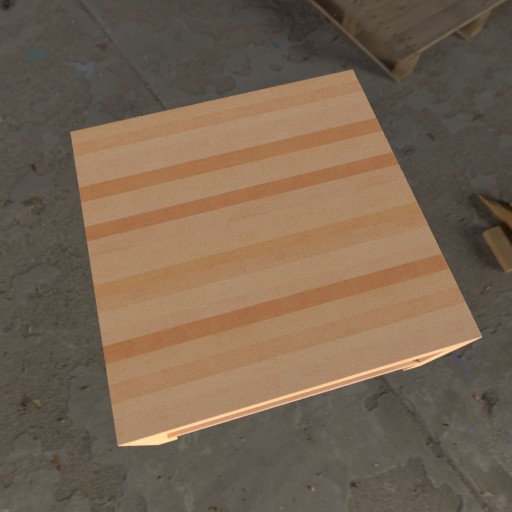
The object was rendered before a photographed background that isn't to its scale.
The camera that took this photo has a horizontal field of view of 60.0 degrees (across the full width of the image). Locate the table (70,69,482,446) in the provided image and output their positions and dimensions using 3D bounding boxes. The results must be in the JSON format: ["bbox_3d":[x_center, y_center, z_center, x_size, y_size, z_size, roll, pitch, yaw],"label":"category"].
[{"bbox_3d":[0.000,0.000,1.415,0.900,0.450,0.900,-15,68,-6],"label":"table"}]
